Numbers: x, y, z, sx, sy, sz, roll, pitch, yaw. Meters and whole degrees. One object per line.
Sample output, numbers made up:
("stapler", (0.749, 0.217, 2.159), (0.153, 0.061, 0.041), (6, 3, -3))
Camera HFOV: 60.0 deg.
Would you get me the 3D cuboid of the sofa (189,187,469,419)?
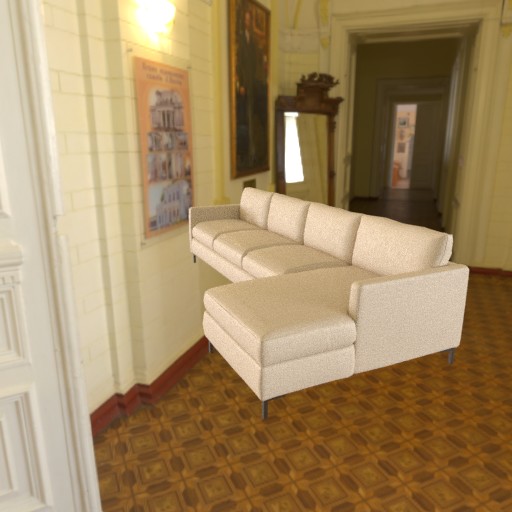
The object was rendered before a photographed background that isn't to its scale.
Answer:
("sofa", (0.000, 0.000, 3.296), (1.258, 0.755, 2.731), (-7, 16, -24))
